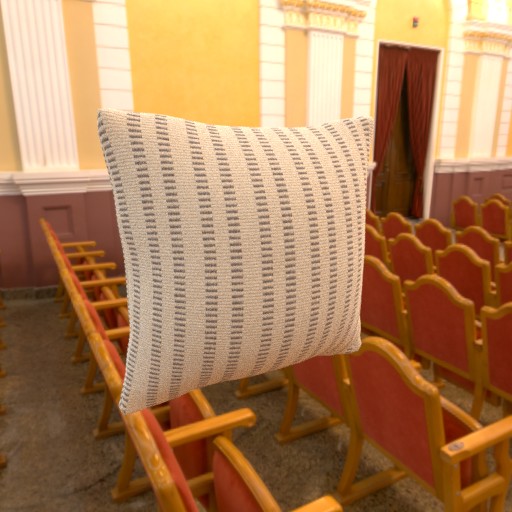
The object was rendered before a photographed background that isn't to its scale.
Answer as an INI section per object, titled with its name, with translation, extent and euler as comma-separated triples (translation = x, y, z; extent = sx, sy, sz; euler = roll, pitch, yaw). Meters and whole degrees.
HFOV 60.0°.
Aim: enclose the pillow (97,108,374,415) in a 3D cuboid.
[pillow]
translation = 0.000, 0.000, 0.678
extent = 0.438, 0.419, 0.247
euler = -8, 17, -27
